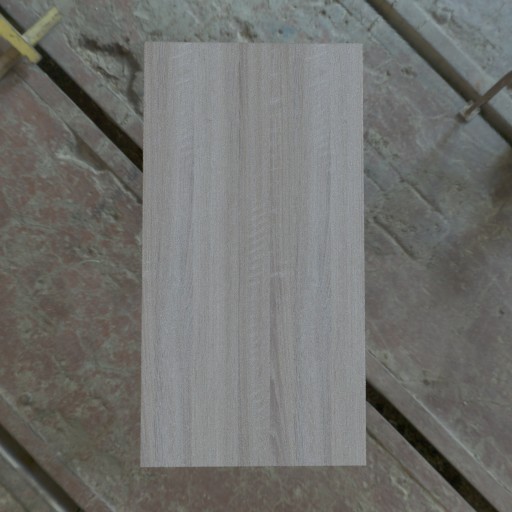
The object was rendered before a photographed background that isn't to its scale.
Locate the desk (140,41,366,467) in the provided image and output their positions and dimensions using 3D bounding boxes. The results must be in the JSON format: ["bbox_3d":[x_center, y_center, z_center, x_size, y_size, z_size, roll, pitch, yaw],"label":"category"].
[{"bbox_3d":[0.000,0.000,1.514,0.600,0.731,1.100,0,88,-1],"label":"desk"}]
